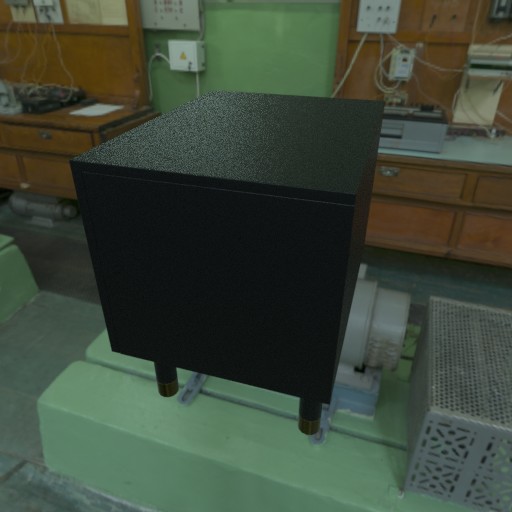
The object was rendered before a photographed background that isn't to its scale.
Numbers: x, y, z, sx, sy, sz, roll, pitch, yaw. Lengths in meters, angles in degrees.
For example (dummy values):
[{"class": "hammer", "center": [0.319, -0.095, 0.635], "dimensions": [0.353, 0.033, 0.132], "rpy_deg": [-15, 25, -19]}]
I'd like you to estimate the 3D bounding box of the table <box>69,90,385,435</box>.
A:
[{"class": "table", "center": [0.000, 0.000, 0.991], "dimensions": [0.441, 0.584, 0.564], "rpy_deg": [9, 32, 15]}]
